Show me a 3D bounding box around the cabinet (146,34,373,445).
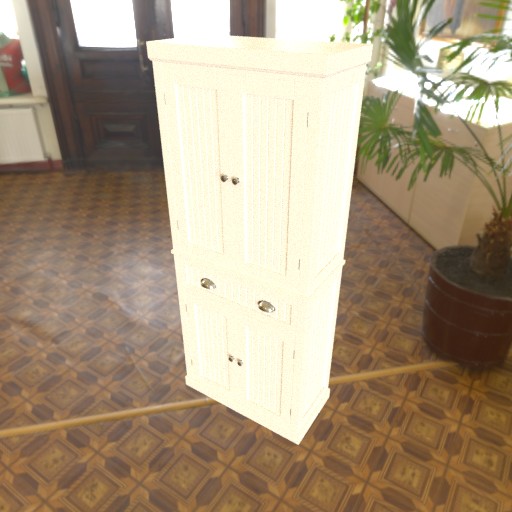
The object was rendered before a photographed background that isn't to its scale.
[{"bbox_3d":[0.000,0.000,2.102,0.754,1.829,0.390,18,35,28],"label":"cabinet"}]
